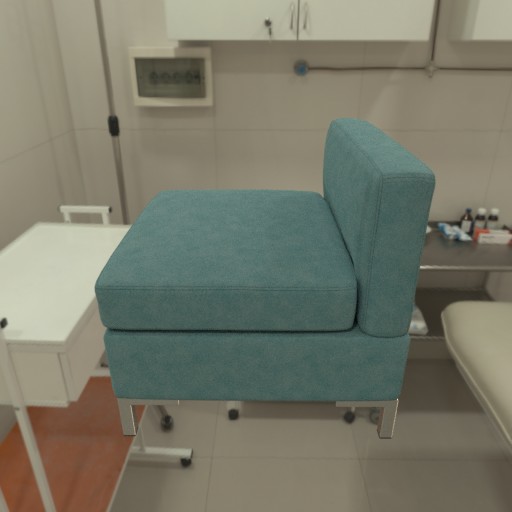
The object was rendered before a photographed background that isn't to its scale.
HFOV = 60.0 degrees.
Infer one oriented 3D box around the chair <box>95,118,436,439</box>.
[{"bbox_3d":[0.000,0.000,1.223,0.685,0.660,0.684,0,26,1],"label":"chair"}]
